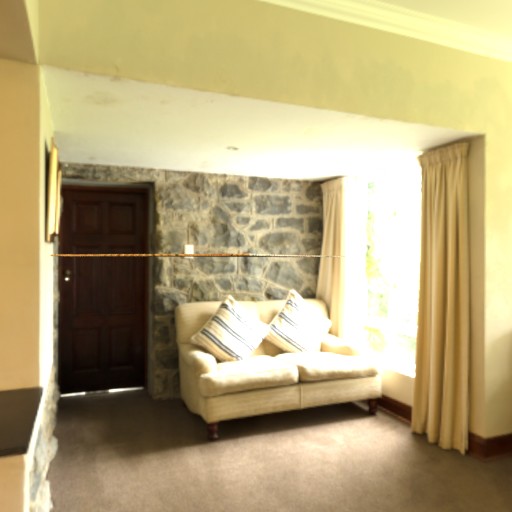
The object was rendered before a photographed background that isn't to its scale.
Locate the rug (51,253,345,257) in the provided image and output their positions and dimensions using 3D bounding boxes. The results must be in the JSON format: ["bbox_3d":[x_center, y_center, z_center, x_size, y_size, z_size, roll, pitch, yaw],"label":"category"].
[{"bbox_3d":[0.000,0.000,2.640,0.771,0.009,2.443,0,0,18],"label":"rug"}]
